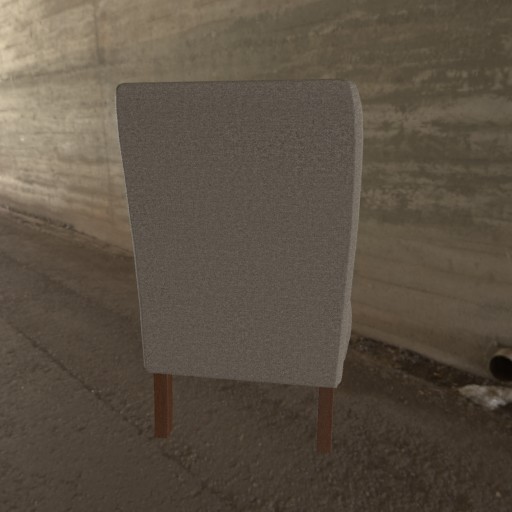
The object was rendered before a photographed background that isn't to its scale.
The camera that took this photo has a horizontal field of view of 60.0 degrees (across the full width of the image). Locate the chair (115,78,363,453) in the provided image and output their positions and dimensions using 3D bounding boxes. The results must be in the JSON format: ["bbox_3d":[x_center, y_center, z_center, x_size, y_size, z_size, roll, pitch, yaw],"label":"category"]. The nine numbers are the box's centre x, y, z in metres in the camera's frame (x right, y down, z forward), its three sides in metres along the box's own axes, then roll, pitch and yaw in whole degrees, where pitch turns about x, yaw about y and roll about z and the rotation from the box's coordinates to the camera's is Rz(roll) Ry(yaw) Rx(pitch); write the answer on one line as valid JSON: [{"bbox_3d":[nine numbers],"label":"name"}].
[{"bbox_3d":[0.000,0.000,1.171,0.513,0.804,0.592,2,15,7],"label":"chair"}]
